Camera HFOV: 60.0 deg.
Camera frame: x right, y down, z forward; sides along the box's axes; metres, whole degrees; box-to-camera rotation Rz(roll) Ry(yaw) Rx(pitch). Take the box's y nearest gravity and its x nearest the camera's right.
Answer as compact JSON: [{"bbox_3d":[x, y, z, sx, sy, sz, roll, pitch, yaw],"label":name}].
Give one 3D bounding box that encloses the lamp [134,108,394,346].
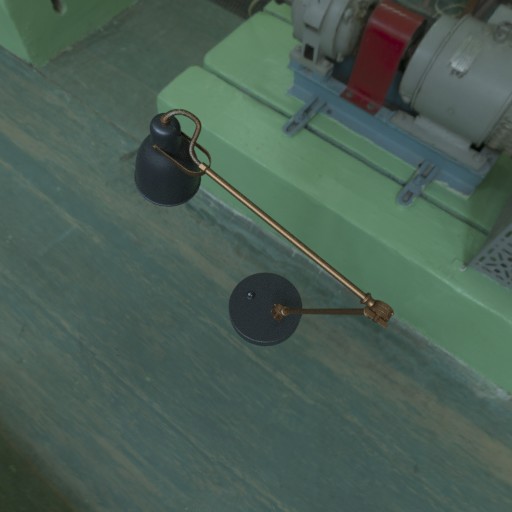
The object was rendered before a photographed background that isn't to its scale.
[{"bbox_3d":[0.000,0.000,0.900,0.561,0.587,0.187,34,69,15],"label":"lamp"}]
